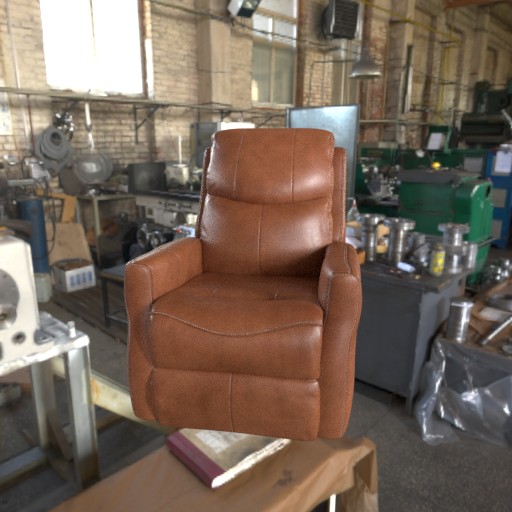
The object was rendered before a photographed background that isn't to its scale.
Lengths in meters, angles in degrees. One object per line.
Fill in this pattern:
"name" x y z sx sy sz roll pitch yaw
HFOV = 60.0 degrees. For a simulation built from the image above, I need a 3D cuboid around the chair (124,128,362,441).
"chair" 0.000 0.000 1.789 0.821 1.016 1.072 2 14 9
